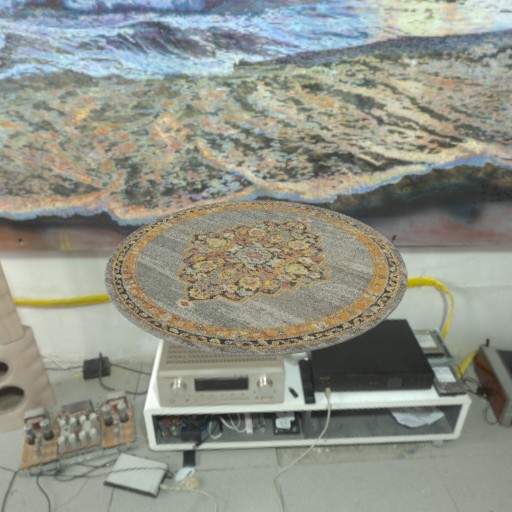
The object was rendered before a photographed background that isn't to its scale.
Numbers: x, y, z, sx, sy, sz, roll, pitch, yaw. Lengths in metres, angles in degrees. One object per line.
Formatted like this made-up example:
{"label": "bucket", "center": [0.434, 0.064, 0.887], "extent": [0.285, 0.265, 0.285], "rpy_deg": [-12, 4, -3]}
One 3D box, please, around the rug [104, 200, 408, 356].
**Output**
{"label": "rug", "center": [0.000, 0.000, 3.629], "extent": [2.382, 0.014, 2.382], "rpy_deg": [0, 29, 0]}
